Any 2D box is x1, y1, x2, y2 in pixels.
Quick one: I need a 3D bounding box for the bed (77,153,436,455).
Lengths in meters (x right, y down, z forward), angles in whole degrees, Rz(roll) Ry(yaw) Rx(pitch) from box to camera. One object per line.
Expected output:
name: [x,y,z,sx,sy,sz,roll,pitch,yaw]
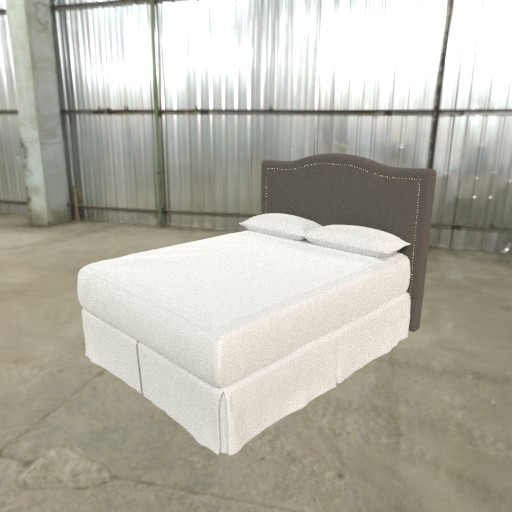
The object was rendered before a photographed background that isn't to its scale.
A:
bed: [0.000,0.000,3.195,1.666,1.387,2.036,15,21,43]
